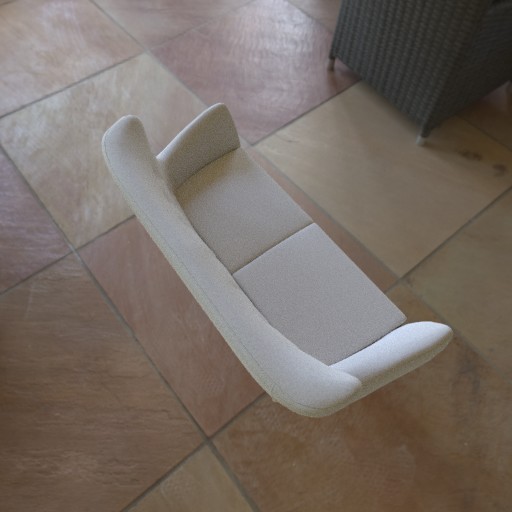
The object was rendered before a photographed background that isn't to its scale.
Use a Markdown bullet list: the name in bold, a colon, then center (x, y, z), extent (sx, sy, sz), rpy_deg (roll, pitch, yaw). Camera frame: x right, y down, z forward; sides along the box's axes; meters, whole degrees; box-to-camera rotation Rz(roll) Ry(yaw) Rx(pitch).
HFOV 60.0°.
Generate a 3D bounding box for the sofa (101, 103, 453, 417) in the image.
- **sofa**: center (0.000, 0.000, 2.422), extent (0.899, 0.890, 1.930), rpy_deg (-32, 64, -17)
